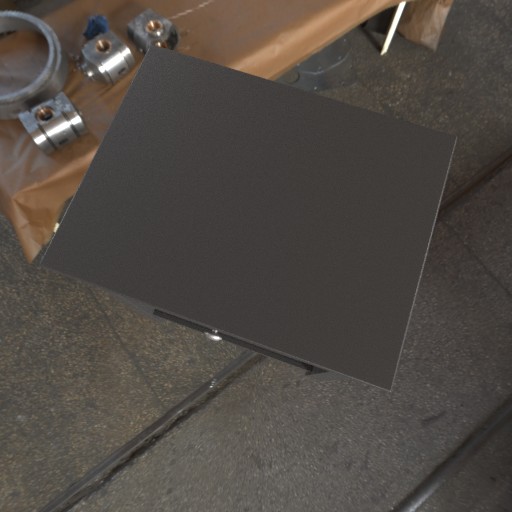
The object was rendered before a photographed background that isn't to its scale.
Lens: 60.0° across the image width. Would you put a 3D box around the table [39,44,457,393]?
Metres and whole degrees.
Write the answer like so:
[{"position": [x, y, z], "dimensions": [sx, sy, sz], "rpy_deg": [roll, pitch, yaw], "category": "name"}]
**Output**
[{"position": [0.000, 0.000, 1.024], "dimensions": [0.564, 0.646, 0.451], "rpy_deg": [19, 75, 5], "category": "table"}]
